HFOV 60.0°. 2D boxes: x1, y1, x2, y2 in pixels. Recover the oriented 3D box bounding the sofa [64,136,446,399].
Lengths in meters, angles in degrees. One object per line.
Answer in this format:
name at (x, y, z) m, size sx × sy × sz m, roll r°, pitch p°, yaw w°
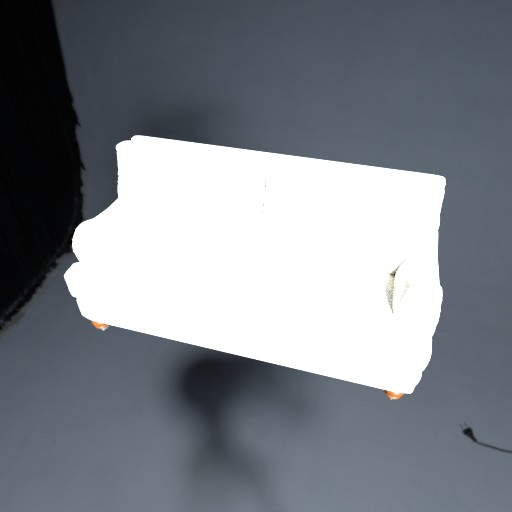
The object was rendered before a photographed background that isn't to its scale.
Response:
sofa at (0.000, 0.000, 2.805) m, size 2.159 × 1.087 × 1.086 m, roll 10°, pitch 41°, yaw 12°
